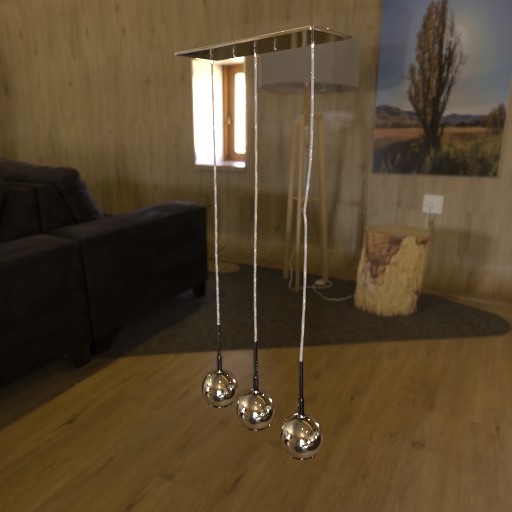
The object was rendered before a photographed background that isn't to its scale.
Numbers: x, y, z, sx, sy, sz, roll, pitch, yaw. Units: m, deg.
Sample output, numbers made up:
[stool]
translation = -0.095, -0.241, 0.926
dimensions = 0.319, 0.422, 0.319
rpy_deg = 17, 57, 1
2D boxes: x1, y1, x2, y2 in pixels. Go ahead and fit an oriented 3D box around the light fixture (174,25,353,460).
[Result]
[light fixture]
translation = 0.000, 0.000, 1.614
dimensions = 0.623, 1.408, 0.188
rpy_deg = 15, 21, 42
